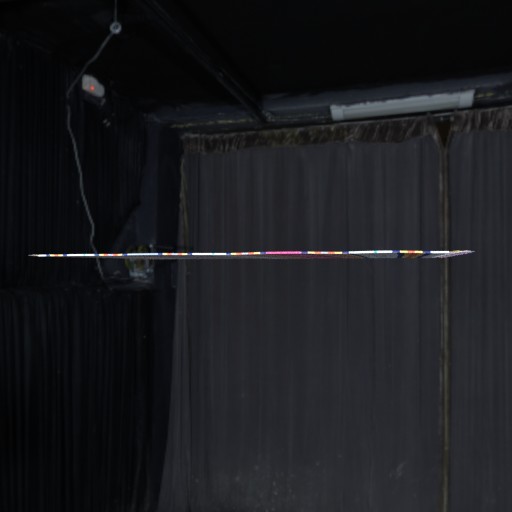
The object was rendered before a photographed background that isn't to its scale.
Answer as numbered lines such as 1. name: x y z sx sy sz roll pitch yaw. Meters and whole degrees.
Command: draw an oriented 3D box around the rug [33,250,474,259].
1. rug: 0.000 0.000 2.224 1.849 0.013 1.084 0 -1 18
